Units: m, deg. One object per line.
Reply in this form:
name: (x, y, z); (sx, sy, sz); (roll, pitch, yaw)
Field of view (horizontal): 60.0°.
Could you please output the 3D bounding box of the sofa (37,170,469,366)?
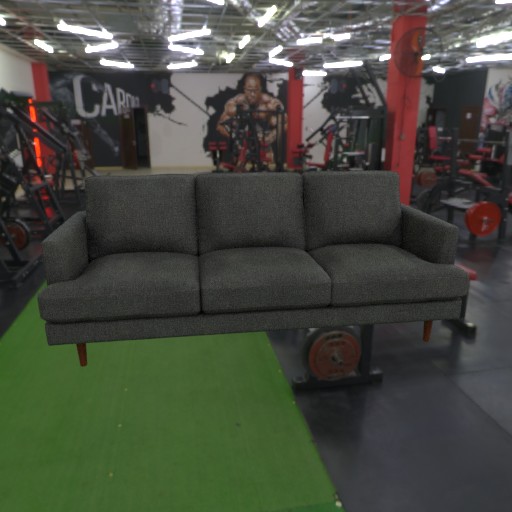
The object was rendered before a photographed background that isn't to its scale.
sofa: (0.000, 0.000, 2.657); (2.246, 0.930, 0.903); (-2, 17, -8)
